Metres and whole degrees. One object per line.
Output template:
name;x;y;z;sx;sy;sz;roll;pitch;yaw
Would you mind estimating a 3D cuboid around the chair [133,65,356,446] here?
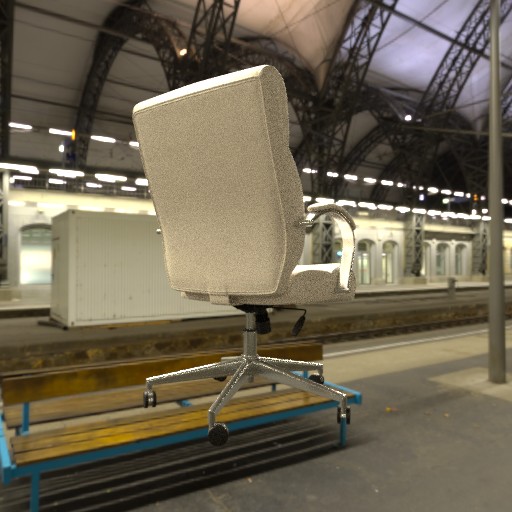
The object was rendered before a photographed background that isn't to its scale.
chair;0.000;0.000;1.629;0.727;1.099;0.745;-1;-1;35
